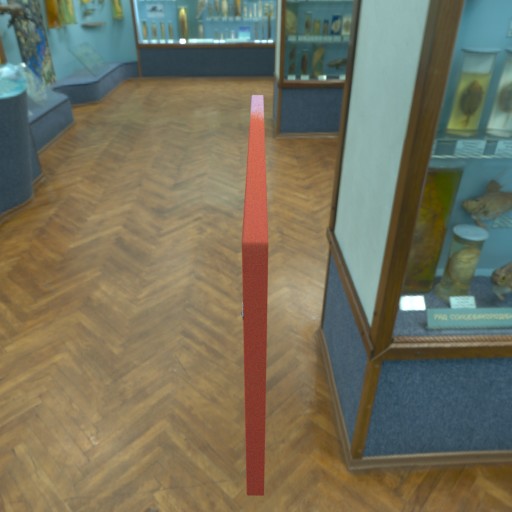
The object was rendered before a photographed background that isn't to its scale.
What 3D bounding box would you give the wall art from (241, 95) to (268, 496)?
[{"bbox_3d":[0.000,0.000,1.146,0.040,0.609,0.913,0,32,0],"label":"wall art"}]
